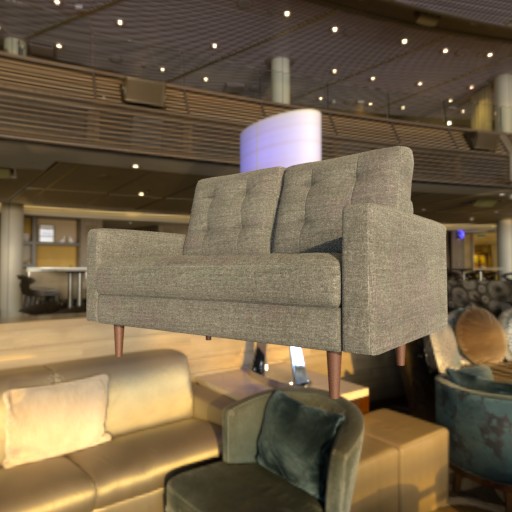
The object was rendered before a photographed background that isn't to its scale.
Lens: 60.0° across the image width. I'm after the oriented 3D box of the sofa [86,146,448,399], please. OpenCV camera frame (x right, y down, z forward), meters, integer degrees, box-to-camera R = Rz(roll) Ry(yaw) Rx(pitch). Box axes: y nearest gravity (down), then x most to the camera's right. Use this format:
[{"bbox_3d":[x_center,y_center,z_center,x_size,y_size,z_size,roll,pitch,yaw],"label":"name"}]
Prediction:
[{"bbox_3d":[0.000,0.000,1.949,1.407,0.907,0.842,-1,-2,37],"label":"sofa"}]
